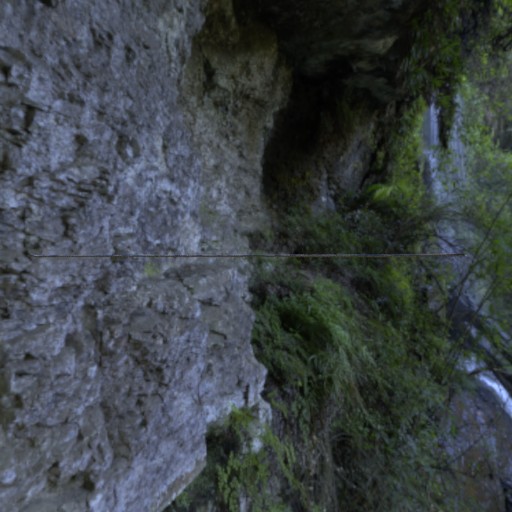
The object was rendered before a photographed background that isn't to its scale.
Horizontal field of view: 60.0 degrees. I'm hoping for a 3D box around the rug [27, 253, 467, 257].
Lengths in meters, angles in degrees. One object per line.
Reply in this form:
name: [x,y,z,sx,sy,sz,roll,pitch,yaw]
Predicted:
rug: [0.000,0.000,2.125,1.698,0.013,1.072,0,0,17]
